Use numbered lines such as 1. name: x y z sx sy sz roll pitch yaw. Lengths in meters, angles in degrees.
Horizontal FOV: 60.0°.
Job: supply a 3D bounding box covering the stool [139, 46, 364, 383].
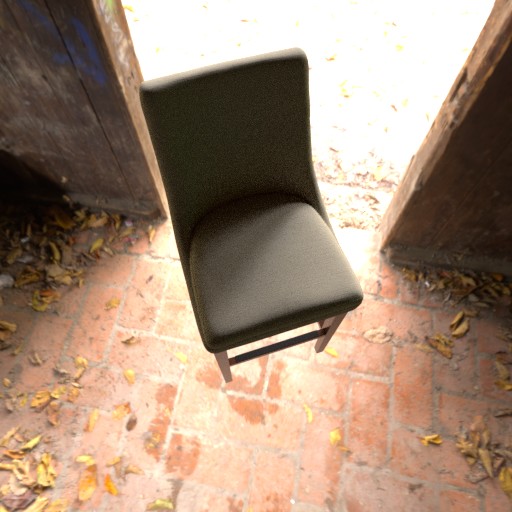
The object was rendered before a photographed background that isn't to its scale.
1. stool: 0.000 0.000 1.425 0.470 1.078 0.577 -16 65 -8
